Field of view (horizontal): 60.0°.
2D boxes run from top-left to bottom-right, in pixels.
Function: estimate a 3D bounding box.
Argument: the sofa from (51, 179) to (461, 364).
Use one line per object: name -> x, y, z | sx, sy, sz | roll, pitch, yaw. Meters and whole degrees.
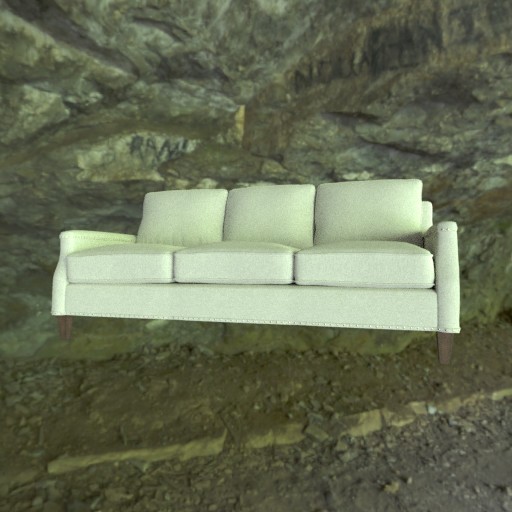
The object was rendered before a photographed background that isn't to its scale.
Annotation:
sofa -> 0.000, 0.000, 2.808 | 2.246, 1.003, 1.084 | 0, -1, 17
